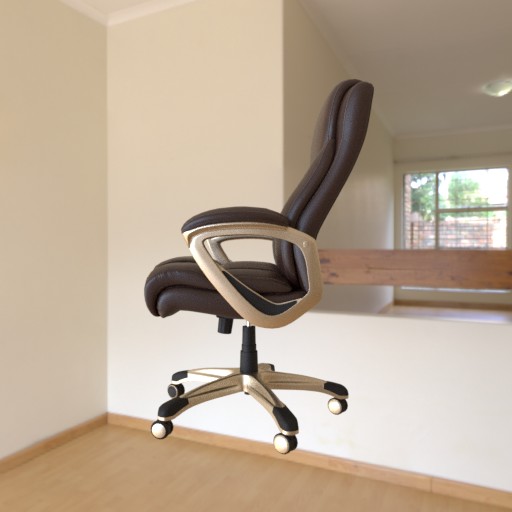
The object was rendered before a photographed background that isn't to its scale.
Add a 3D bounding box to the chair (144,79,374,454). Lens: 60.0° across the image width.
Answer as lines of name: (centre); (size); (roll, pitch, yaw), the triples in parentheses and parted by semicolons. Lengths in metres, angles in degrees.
chair: (0.000, 0.000, 1.653); (0.749, 1.194, 0.692); (0, 1, 1)
